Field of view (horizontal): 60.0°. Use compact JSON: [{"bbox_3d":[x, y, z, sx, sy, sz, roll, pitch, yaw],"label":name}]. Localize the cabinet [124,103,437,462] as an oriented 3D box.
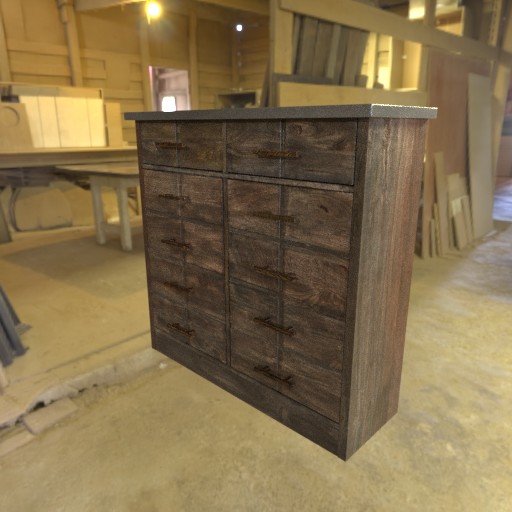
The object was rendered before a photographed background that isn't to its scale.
[{"bbox_3d":[0.000,0.000,1.472,0.968,0.919,0.338,15,22,42],"label":"cabinet"}]
